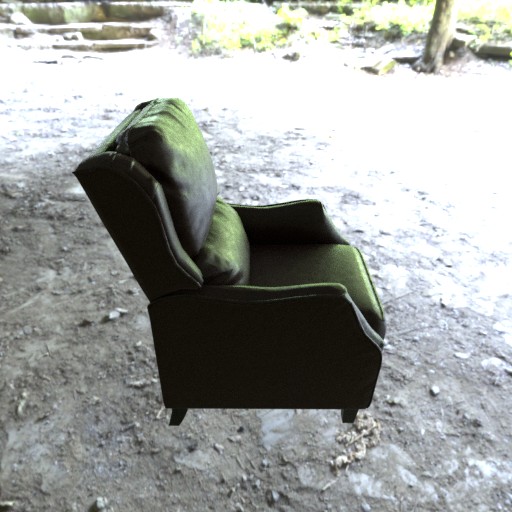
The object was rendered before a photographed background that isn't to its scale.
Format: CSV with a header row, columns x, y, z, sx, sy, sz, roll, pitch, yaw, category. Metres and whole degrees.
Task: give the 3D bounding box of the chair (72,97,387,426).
x,y,z,sx,sy,sz,roll,pitch,yaw,category
0.000,0.000,1.743,0.982,1.132,0.770,0,32,0,chair
